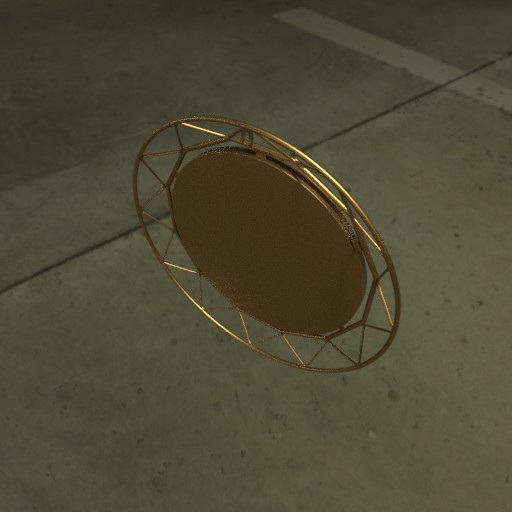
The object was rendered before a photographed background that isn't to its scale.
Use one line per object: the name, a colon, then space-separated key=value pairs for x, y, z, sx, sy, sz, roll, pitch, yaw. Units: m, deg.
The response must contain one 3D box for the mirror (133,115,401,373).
mirror: x=0.000 y=0.000 z=0.665 sx=0.454 sy=0.454 sz=0.043 roll=25 pitch=51 yaw=23
